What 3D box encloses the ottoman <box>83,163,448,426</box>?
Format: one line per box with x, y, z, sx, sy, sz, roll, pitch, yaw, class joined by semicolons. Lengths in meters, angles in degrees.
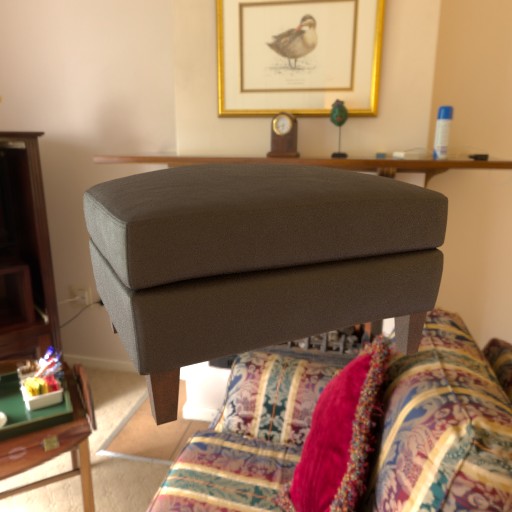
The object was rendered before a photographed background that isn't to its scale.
0.000;0.000;1.295;0.887;0.529;0.659;-7;16;-26;ottoman
